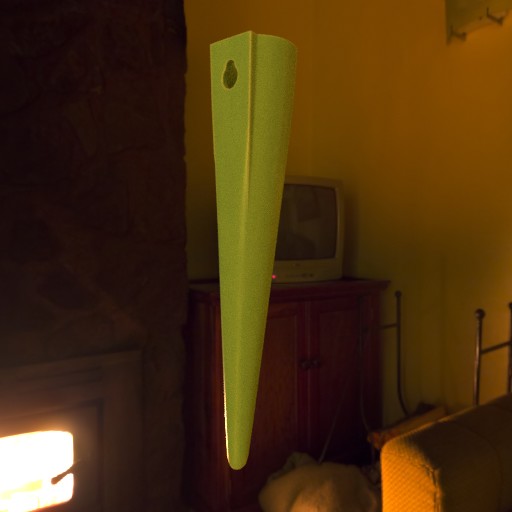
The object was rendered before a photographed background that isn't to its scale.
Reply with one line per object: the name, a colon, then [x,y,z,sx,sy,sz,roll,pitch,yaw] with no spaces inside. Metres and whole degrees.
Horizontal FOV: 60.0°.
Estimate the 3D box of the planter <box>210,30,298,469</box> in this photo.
planter: [0.000,0.000,0.294,0.054,0.268,0.055,1,2,35]
